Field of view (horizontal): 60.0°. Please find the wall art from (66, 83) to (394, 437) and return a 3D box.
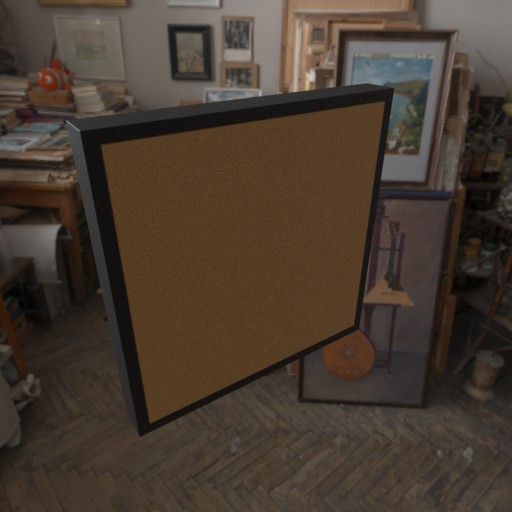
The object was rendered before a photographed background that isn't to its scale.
[{"bbox_3d":[0.000,0.000,0.453,0.304,0.304,0.038,-18,35,-29],"label":"wall art"}]
